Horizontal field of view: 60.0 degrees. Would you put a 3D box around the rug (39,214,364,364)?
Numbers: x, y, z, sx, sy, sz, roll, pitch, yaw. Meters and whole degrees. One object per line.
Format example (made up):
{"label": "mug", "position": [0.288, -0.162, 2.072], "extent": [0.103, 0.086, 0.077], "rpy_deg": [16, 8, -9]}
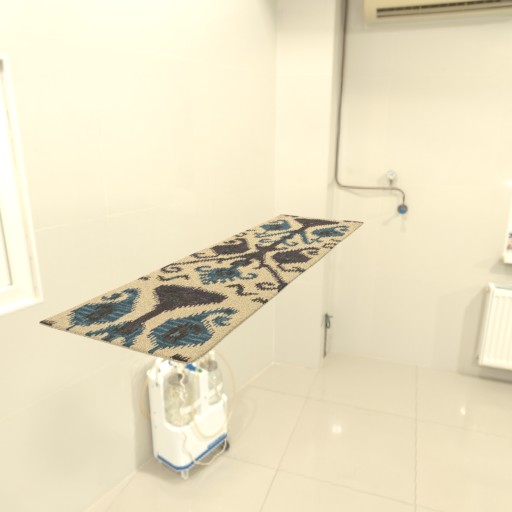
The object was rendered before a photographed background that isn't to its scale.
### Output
{"label": "rug", "position": [0.000, 0.000, 2.505], "extent": [0.692, 0.017, 2.301], "rpy_deg": [8, 18, 25]}
